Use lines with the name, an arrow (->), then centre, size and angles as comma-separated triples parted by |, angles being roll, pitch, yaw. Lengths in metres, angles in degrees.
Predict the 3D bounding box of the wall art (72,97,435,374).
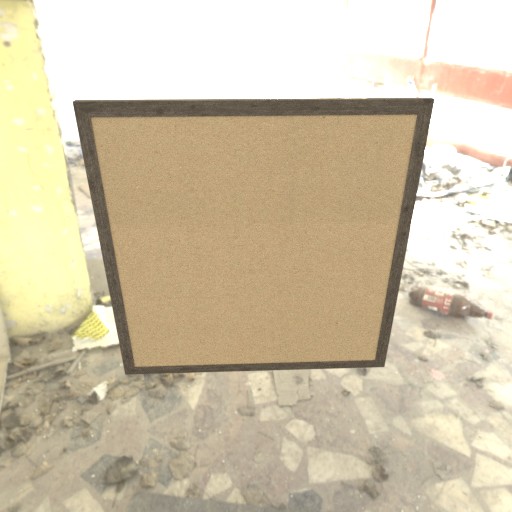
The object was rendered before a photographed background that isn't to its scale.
wall art -> 0.000, 0.000, 0.676 | 0.457, 0.457, 0.013 | -1, 29, -2
